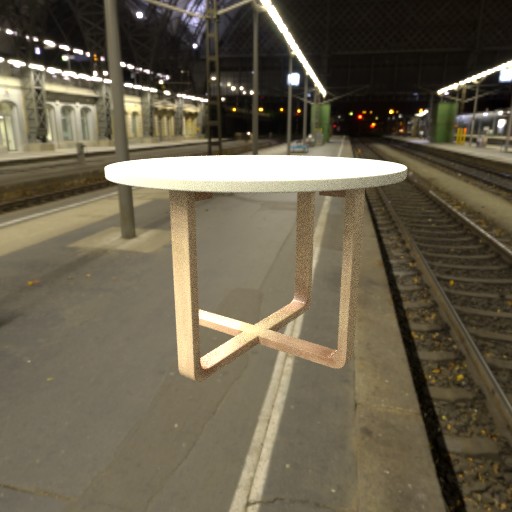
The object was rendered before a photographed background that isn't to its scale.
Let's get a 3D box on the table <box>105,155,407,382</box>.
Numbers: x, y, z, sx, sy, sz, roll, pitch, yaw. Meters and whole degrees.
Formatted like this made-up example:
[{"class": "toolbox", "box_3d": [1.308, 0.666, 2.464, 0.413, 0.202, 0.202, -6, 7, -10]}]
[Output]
[{"class": "table", "box_3d": [0.000, 0.000, 0.979, 0.600, 0.400, 0.600, 0, 16, 0]}]
